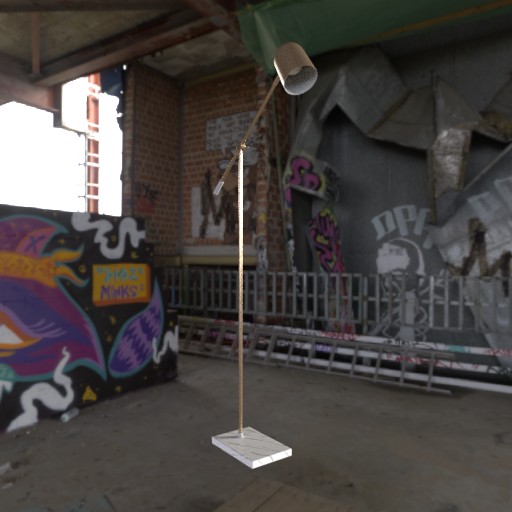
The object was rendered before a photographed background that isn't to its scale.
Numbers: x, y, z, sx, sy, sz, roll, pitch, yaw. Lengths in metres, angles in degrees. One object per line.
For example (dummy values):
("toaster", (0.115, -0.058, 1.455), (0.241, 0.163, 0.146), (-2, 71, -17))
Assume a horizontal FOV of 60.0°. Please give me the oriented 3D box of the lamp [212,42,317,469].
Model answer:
("lamp", (0.000, 0.000, 1.809), (0.194, 1.594, 0.653), (1, -1, -36))
